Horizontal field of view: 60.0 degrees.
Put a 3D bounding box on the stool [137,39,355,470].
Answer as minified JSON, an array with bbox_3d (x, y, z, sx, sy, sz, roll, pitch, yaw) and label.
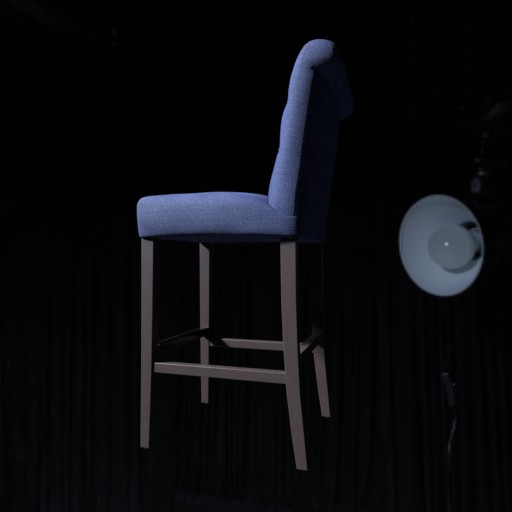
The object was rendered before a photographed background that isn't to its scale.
[{"bbox_3d":[0.000,0.000,1.442,0.601,1.140,0.493,0,0,18],"label":"stool"}]
